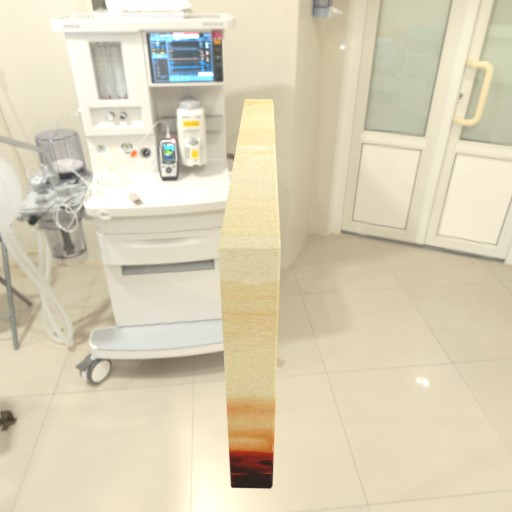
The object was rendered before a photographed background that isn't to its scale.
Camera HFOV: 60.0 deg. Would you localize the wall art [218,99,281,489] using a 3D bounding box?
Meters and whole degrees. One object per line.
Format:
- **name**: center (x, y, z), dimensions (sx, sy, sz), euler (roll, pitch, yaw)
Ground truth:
- **wall art**: center (0.000, 0.000, 0.492), dimensions (0.037, 0.251, 0.383), euler (1, 32, 1)
